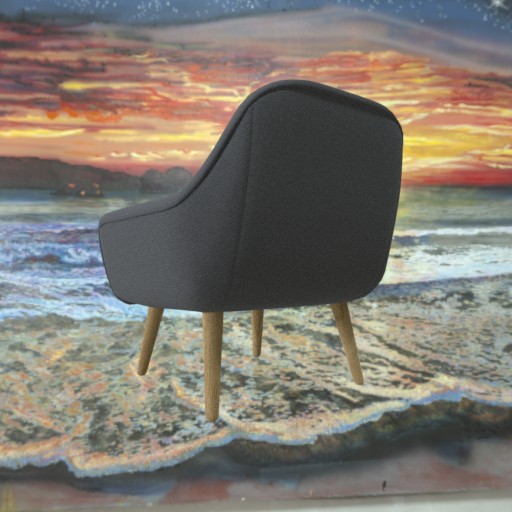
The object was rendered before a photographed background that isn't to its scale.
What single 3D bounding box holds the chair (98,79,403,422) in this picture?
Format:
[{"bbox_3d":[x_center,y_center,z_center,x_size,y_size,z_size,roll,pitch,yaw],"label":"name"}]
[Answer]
[{"bbox_3d":[0.000,0.000,1.374,0.770,0.800,0.779,0,-1,-36],"label":"chair"}]
